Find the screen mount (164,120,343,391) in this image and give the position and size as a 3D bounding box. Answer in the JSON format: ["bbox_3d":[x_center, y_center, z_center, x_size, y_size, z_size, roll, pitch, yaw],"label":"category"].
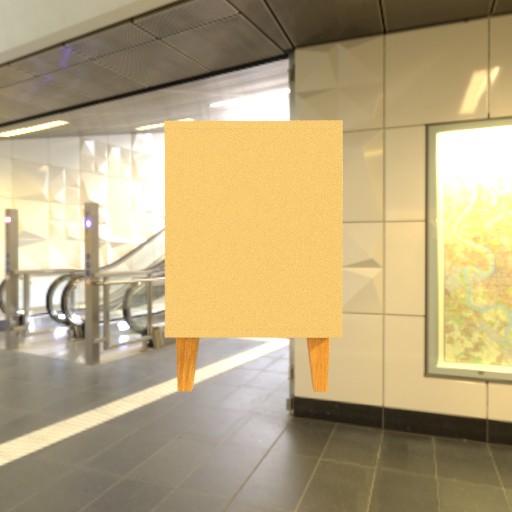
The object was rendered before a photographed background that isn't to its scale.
[{"bbox_3d":[0.000,0.000,1.740,0.400,0.619,1.490,0,0,0],"label":"screen mount"}]
